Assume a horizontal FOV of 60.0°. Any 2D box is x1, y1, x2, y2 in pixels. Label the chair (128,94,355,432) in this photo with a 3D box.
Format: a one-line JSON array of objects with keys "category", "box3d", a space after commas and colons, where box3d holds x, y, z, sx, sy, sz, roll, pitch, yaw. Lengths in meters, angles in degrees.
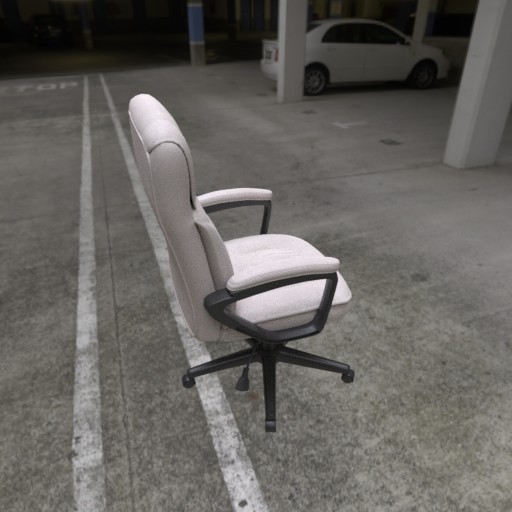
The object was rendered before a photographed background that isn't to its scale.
[{"category": "chair", "box3d": [0.000, 0.000, 1.589, 0.724, 1.105, 0.667, -10, 32, -16]}]
